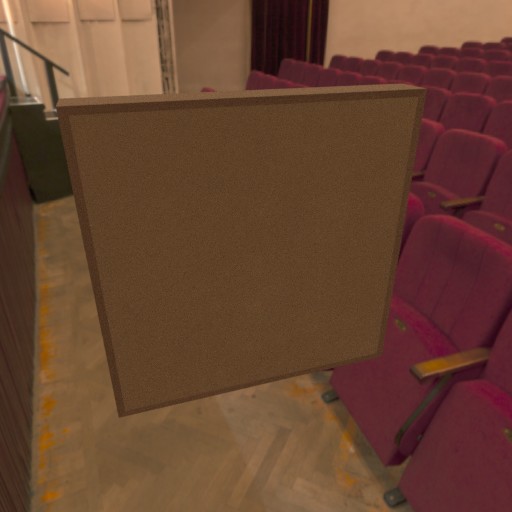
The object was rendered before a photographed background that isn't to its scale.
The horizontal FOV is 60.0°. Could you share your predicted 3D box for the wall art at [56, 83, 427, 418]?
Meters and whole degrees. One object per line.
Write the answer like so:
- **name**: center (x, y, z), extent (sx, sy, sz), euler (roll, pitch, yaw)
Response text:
- **wall art**: center (0.000, 0.000, 0.436), extent (0.304, 0.303, 0.038), euler (-9, 29, -16)
